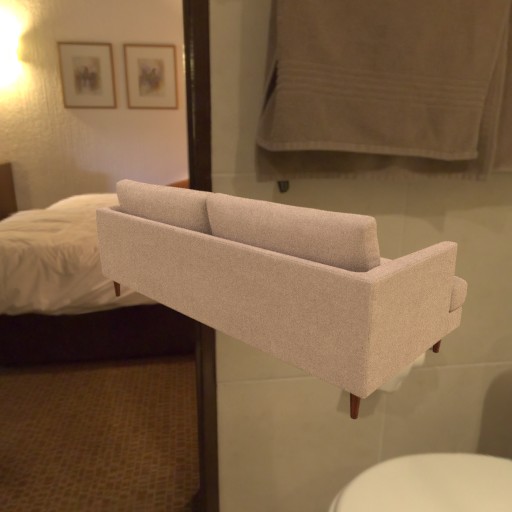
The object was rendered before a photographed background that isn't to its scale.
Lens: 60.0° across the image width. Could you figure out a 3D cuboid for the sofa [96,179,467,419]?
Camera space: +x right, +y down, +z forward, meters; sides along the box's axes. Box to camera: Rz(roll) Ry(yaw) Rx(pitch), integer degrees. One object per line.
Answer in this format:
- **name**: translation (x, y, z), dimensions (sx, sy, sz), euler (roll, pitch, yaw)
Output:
- **sofa**: translation (0.000, 0.000, 2.807), dimensions (2.250, 0.868, 1.020), euler (15, 22, 43)
